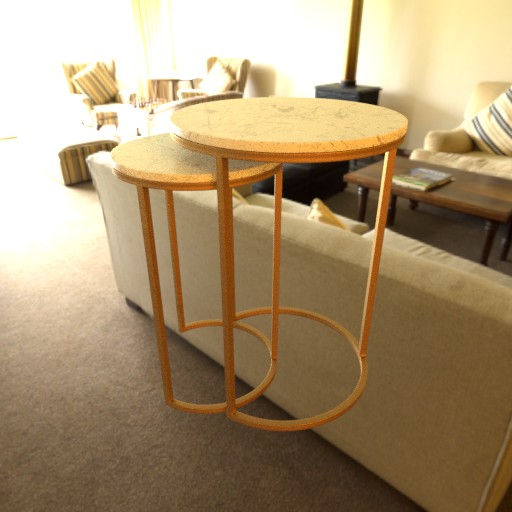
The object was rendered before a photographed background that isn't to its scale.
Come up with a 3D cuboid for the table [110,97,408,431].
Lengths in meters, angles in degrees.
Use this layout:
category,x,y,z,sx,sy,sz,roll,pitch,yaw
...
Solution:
category,x,y,z,sx,sy,sz,roll,pitch,yaw
table,0.000,0.000,0.892,0.507,0.550,0.400,-1,28,-2
